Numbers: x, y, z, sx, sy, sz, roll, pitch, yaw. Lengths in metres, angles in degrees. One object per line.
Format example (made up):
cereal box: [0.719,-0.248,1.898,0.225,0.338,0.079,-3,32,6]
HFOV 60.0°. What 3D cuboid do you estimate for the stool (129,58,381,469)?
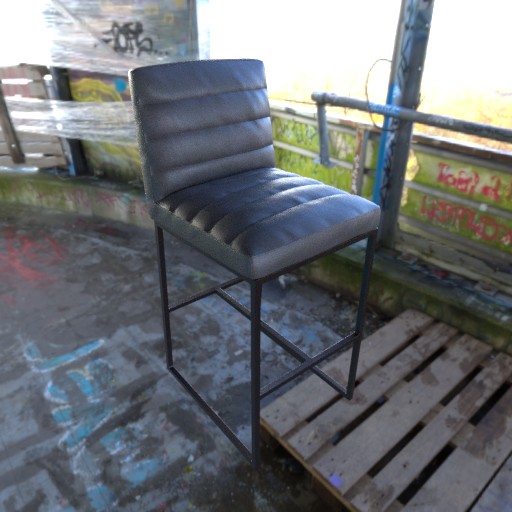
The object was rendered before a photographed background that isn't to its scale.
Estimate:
stool: [0.000,0.000,1.357,0.463,1.065,0.562,-21,36,-33]
